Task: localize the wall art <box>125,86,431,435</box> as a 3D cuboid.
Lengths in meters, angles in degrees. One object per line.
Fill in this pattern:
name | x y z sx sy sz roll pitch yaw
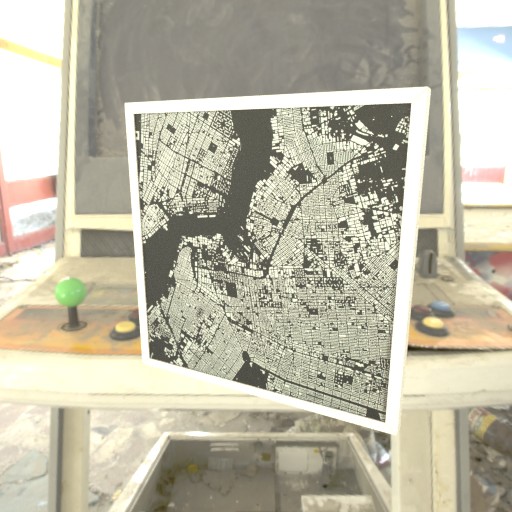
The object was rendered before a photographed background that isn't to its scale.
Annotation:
wall art | 0.000 0.000 1.123 0.761 0.762 0.050 7 16 26
